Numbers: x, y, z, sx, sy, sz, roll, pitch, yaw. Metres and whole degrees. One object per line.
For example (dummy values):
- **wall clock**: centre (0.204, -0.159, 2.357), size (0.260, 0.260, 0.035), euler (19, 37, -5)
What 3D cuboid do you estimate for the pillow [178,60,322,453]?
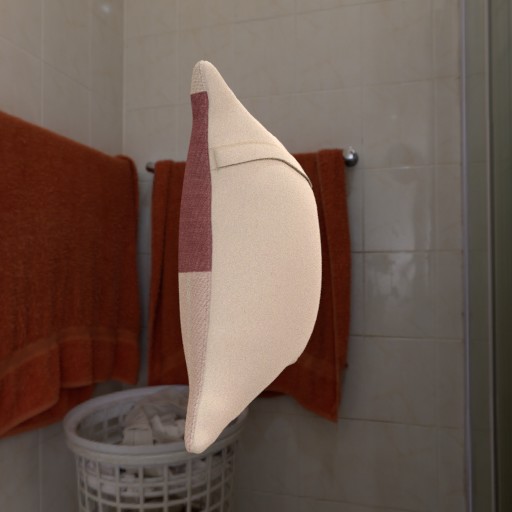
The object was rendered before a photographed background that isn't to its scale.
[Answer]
- **pillow**: centre (0.000, 0.000, 0.808), size (0.229, 0.506, 0.536), euler (0, -1, 17)
